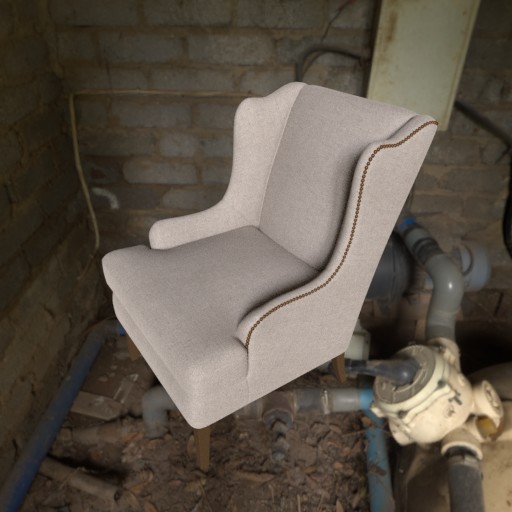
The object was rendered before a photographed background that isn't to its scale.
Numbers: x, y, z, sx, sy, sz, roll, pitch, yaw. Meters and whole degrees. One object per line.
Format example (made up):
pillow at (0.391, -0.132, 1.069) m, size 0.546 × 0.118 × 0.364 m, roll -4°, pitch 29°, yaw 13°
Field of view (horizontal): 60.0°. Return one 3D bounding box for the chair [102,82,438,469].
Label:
chair at (0.000, 0.000, 1.618) m, size 0.940 × 1.029 × 0.737 m, roll -21°, pitch 38°, yaw -29°
